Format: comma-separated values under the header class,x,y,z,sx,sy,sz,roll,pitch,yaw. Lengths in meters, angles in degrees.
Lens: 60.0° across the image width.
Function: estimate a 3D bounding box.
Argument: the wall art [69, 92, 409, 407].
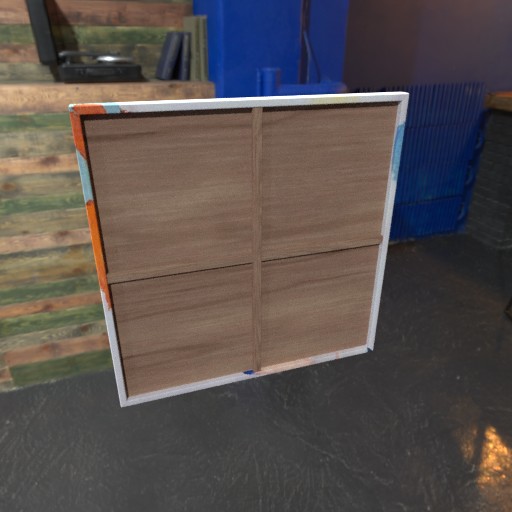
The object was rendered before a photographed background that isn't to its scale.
class,x,y,z,sx,sy,sz,roll,pitch,yaw
wall art,0.000,0.000,1.507,1.017,1.017,0.044,-8,27,-16
